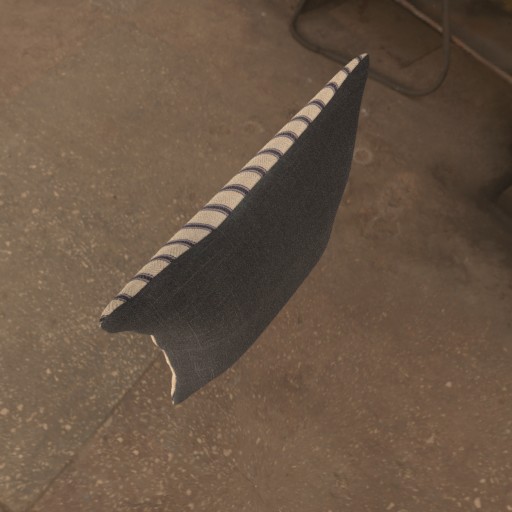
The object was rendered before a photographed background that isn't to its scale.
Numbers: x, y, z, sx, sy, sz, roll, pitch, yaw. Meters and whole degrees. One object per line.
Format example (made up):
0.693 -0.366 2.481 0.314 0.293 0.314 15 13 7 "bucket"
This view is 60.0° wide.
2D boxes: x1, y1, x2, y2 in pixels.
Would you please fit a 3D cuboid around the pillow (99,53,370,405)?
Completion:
0.000 0.000 0.676 0.138 0.444 0.468 35 68 16 "pillow"
